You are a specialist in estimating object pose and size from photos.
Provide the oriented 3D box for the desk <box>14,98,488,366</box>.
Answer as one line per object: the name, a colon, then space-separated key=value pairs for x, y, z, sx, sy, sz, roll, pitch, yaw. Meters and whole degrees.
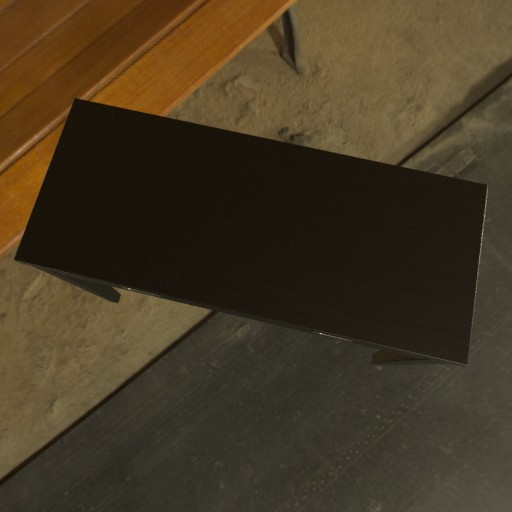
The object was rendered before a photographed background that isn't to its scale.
desk: x=0.000 y=0.000 z=1.589 sx=1.220 sy=0.775 sz=0.508 roll=13 pitch=76 yaw=3
